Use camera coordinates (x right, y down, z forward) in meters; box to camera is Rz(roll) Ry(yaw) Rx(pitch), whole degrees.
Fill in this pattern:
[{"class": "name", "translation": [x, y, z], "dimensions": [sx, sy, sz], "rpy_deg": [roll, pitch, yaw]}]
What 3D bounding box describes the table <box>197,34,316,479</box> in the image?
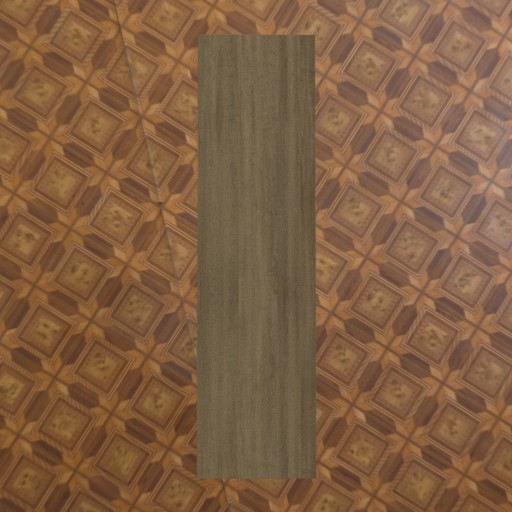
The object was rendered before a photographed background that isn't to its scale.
[{"class": "table", "translation": [0.000, 0.000, 1.761], "dimensions": [0.400, 0.530, 1.500], "rpy_deg": [0, 89, 0]}]
